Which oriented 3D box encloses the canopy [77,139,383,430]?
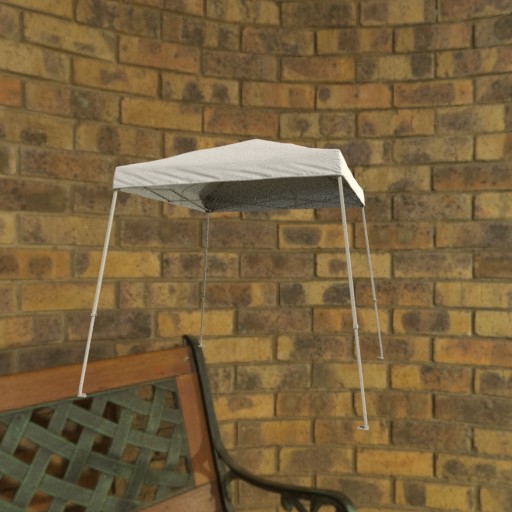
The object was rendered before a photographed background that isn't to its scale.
[{"bbox_3d":[0.000,0.000,6.799,3.600,3.600,3.599,0,-1,18],"label":"canopy"}]
